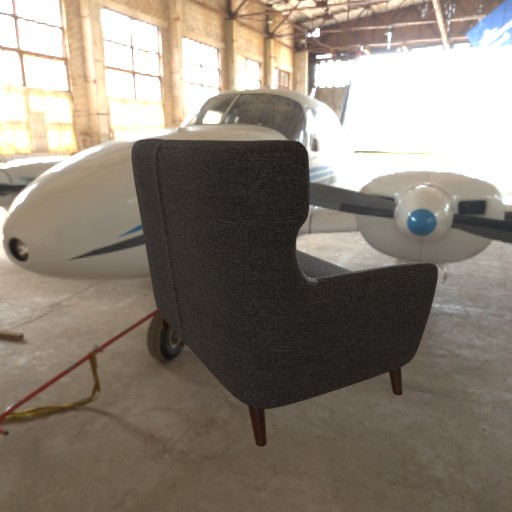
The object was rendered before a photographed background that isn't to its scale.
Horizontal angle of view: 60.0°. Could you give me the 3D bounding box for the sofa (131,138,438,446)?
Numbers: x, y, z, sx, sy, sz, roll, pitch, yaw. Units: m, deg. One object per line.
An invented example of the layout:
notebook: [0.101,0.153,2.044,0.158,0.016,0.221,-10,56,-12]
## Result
sofa: [0.000,0.000,2.012,0.874,1.028,1.358,-8,17,-28]
